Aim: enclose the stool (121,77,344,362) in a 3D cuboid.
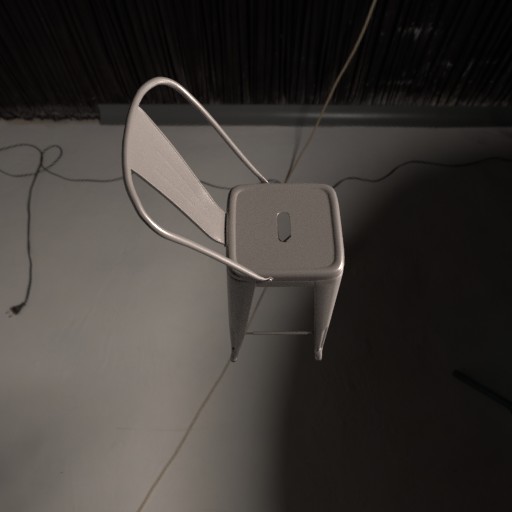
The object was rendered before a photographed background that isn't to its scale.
[{"bbox_3d":[0.000,0.000,1.344,0.513,1.096,0.399,-1,63,0],"label":"stool"}]
